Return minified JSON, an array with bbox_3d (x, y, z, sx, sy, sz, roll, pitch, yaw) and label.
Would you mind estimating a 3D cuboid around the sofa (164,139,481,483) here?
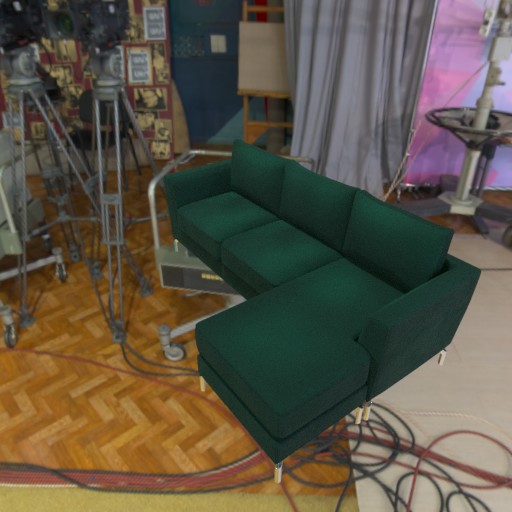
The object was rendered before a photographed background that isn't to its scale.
[{"bbox_3d":[0.000,0.000,3.154,1.489,1.007,2.441,-21,38,-30],"label":"sofa"}]
